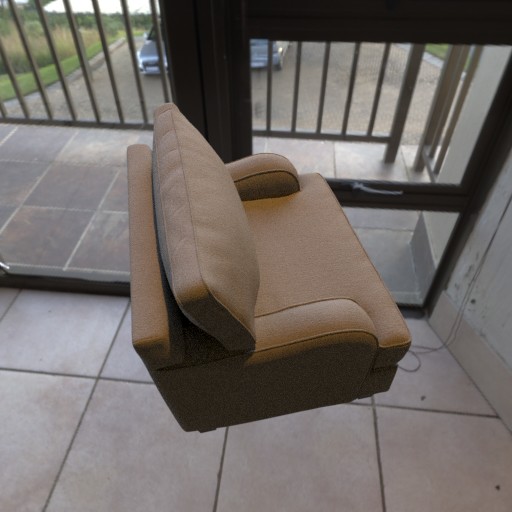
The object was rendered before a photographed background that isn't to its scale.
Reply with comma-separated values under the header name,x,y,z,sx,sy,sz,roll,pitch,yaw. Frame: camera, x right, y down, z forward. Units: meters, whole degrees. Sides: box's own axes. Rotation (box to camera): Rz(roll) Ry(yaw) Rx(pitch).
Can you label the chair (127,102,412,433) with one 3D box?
name,x,y,z,sx,sy,sz,roll,pitch,yaw
chair,0.000,0.000,2.050,1.041,1.016,1.220,-9,46,-9
